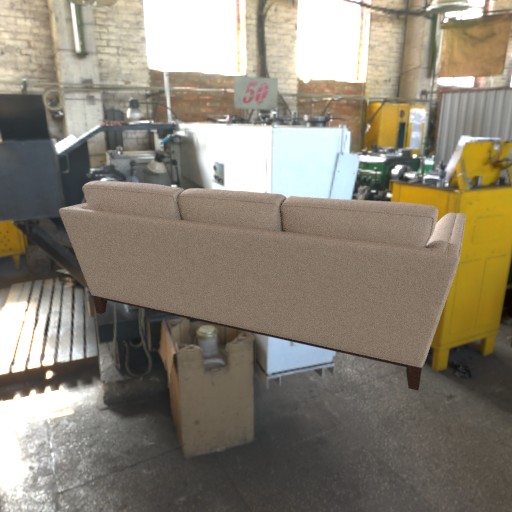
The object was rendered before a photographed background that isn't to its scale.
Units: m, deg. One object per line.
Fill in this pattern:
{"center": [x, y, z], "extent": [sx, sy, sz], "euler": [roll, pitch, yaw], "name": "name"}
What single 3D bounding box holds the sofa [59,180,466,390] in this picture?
{"center": [0.000, 0.000, 2.876], "extent": [2.388, 0.940, 0.965], "euler": [8, 19, 25], "name": "sofa"}
